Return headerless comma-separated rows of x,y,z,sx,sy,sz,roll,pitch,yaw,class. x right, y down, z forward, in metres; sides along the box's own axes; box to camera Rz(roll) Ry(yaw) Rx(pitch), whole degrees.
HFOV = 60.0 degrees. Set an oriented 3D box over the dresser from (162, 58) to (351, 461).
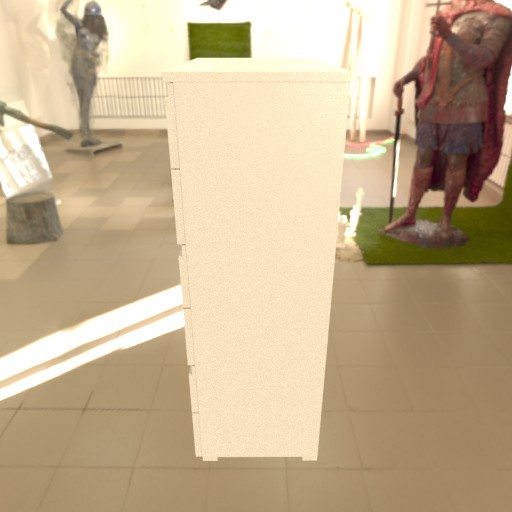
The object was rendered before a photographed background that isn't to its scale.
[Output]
0.000,0.000,1.489,0.400,1.190,0.650,0,26,0,dresser
